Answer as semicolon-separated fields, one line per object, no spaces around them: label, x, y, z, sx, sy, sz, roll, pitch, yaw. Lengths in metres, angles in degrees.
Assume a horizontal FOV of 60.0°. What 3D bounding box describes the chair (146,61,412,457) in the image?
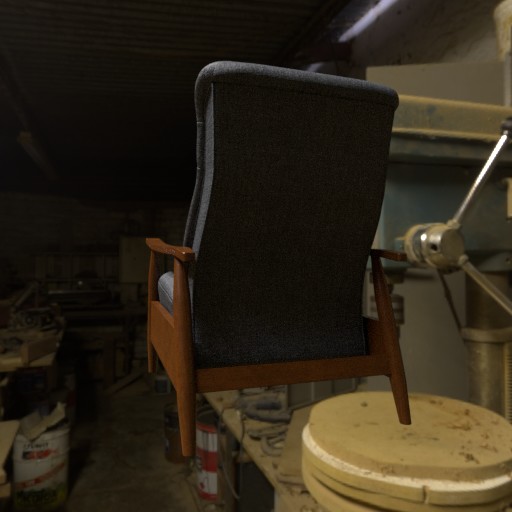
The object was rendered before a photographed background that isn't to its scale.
chair;0.000;0.000;1.756;0.762;1.082;1.030;0;-1;-19
